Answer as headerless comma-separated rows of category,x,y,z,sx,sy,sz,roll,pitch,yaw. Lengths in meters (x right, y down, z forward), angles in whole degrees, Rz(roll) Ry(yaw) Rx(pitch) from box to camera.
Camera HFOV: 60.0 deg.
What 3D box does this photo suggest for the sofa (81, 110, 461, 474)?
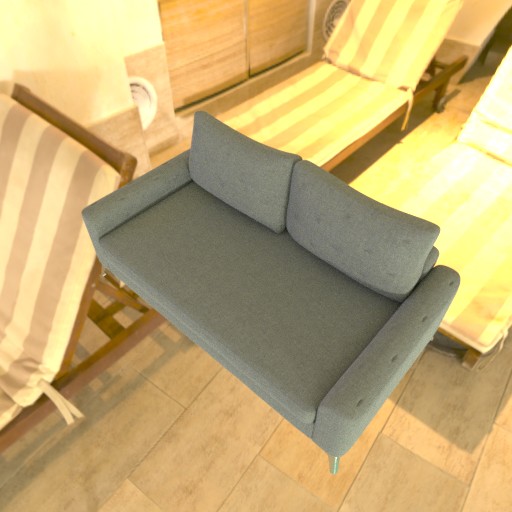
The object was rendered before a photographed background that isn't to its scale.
sofa,0.000,0.000,2.129,1.650,0.790,0.920,33,55,27
